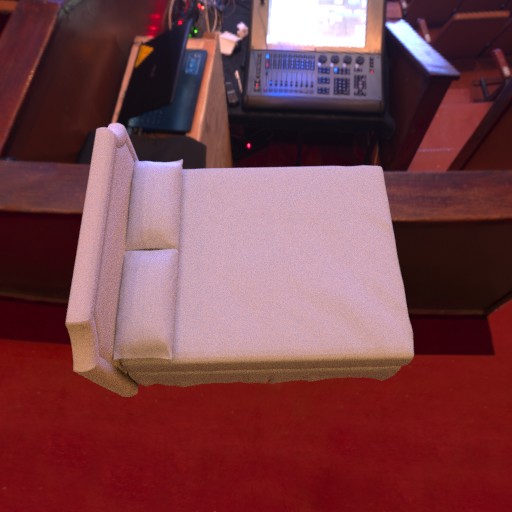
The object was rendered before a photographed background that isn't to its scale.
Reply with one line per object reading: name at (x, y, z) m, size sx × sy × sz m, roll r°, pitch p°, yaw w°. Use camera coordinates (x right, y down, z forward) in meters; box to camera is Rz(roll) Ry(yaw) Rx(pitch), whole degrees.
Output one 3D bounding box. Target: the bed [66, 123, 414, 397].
bed at (0.000, 0.000, 3.309) m, size 2.164 × 1.297 × 1.828 m, roll -1°, pitch 65°, yaw -1°
